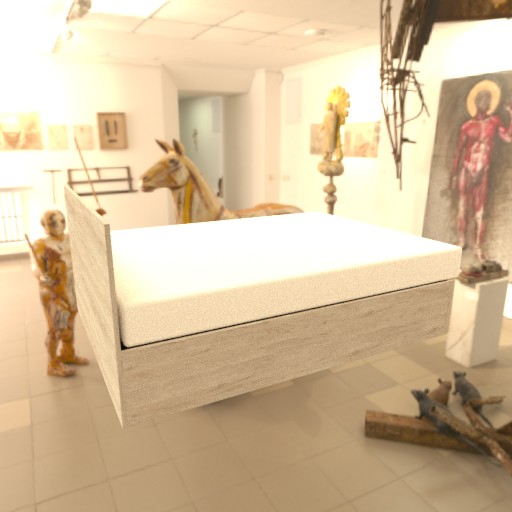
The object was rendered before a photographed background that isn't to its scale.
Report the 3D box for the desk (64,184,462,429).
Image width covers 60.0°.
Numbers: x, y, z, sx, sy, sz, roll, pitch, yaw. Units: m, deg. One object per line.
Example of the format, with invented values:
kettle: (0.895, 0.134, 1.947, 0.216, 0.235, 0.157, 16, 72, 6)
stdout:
desk: (0.000, 0.000, 2.624, 1.900, 0.800, 1.400, -8, 17, -27)
